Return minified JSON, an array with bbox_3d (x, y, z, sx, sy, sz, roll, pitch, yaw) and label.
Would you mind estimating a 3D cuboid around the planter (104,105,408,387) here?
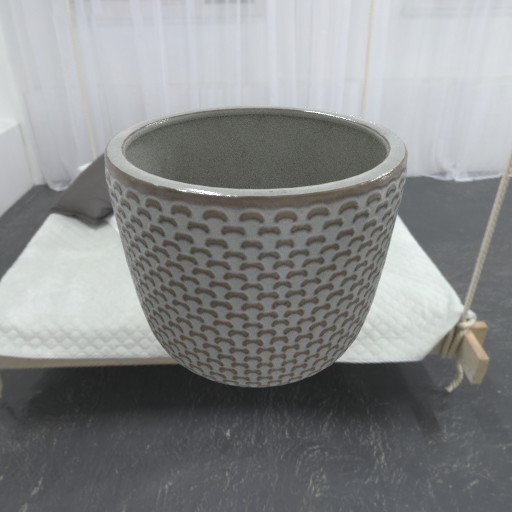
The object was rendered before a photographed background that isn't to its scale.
[{"bbox_3d":[0.000,0.000,0.241,0.139,0.130,0.139,0,31,0],"label":"planter"}]
